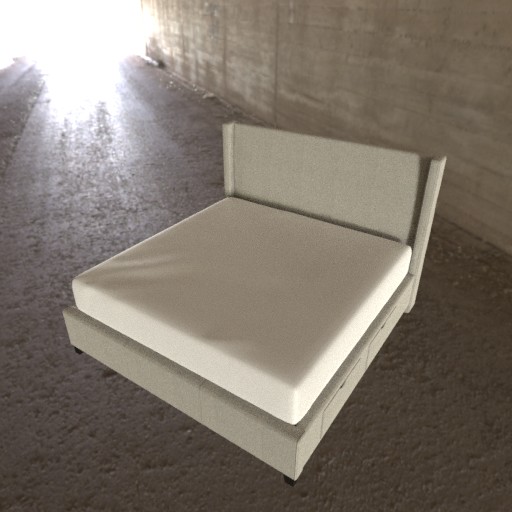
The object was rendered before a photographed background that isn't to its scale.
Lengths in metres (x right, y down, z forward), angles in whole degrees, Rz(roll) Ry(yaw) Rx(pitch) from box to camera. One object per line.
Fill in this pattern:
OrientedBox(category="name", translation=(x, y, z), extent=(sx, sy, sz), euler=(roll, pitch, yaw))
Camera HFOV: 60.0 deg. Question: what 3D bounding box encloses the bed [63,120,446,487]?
OrientedBox(category="bed", translation=(0.000, 0.000, 3.609), extent=(2.140, 1.470, 2.280), euler=(19, 35, 29))
